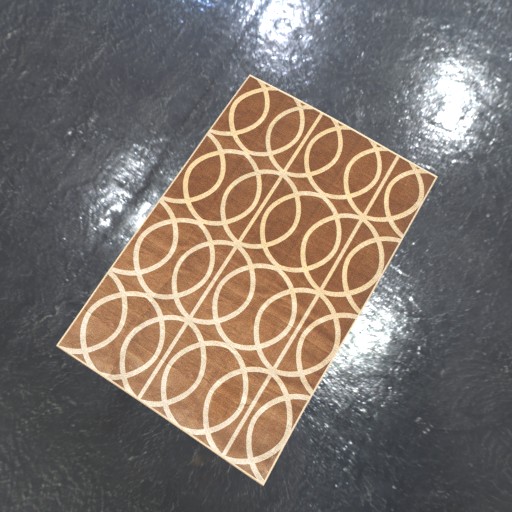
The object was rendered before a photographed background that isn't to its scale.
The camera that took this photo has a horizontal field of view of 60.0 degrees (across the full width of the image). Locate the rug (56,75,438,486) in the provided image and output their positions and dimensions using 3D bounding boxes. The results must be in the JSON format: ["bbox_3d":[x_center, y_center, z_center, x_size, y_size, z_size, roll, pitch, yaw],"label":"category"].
[{"bbox_3d":[0.000,0.000,2.901,1.528,0.014,2.294,31,78,7],"label":"rug"}]
